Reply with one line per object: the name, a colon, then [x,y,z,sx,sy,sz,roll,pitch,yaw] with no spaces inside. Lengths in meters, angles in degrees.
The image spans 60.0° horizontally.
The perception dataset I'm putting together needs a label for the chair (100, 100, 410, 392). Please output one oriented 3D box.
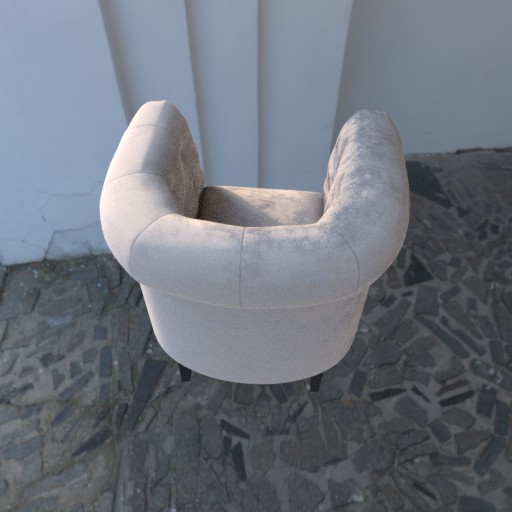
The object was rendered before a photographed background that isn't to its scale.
chair: [0.000,0.000,1.547,0.904,0.826,0.851,4,47,3]
